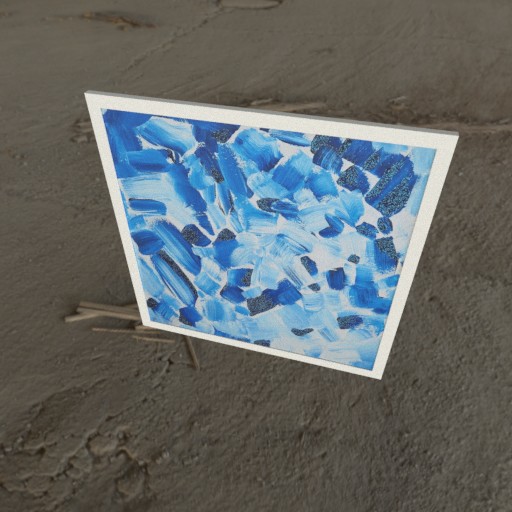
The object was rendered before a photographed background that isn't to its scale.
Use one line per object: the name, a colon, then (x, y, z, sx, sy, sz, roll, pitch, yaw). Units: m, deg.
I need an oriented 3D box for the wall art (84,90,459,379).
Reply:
wall art: (0.000, 0.000, 0.979, 0.660, 0.660, 0.015, 10, 42, 12)
